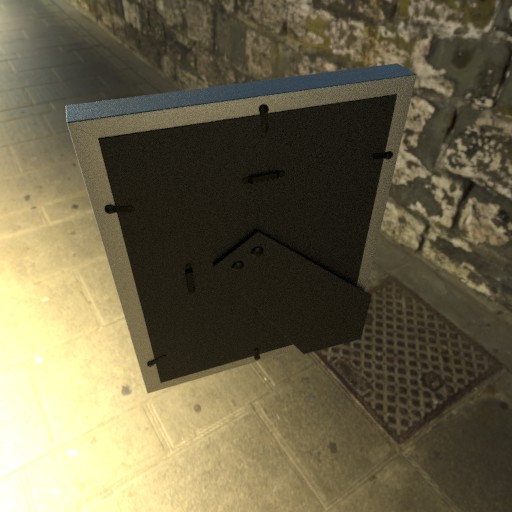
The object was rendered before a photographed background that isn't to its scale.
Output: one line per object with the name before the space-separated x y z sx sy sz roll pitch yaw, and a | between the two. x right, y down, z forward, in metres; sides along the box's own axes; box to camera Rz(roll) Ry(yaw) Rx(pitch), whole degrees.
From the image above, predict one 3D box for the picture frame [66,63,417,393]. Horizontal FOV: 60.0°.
picture frame | 0.000 0.000 0.378 0.233 0.282 0.036 -13 43 -14
